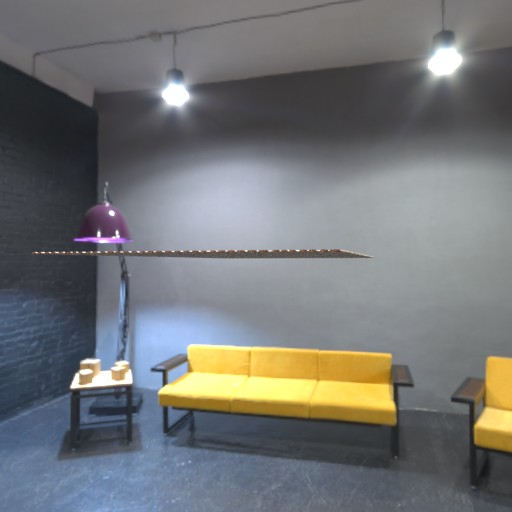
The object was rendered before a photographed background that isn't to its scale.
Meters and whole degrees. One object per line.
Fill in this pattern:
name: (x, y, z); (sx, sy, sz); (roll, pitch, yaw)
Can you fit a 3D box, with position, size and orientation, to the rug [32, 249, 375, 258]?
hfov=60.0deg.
rug: (0.000, 0.000, 2.490); (1.196, 0.008, 2.006); (0, -1, 18)
